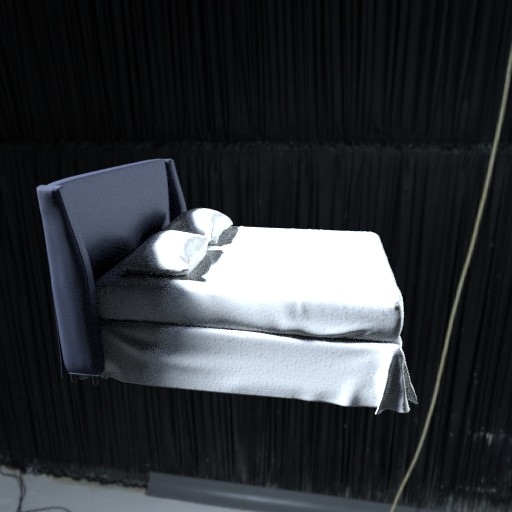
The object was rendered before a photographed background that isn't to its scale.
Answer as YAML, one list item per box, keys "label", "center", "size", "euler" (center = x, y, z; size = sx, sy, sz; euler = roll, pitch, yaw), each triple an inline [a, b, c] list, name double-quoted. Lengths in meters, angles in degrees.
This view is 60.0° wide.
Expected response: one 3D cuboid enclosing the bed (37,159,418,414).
- label: "bed"
  center: [0.000, 0.000, 3.447]
  size: [2.276, 1.332, 1.925]
  euler: [3, 18, 10]
